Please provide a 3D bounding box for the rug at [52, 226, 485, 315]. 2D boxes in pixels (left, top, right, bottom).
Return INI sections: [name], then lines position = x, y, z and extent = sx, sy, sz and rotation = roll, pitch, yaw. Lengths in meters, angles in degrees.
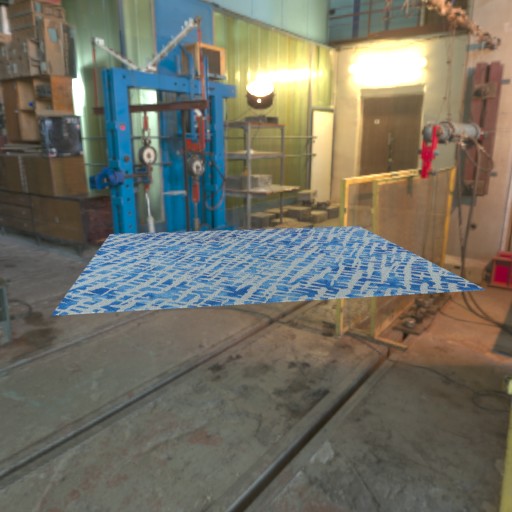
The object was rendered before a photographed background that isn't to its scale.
[rug]
position = 0.000, 0.000, 4.161
extent = 3.007, 0.007, 2.435
rotation = -2, 15, -9
